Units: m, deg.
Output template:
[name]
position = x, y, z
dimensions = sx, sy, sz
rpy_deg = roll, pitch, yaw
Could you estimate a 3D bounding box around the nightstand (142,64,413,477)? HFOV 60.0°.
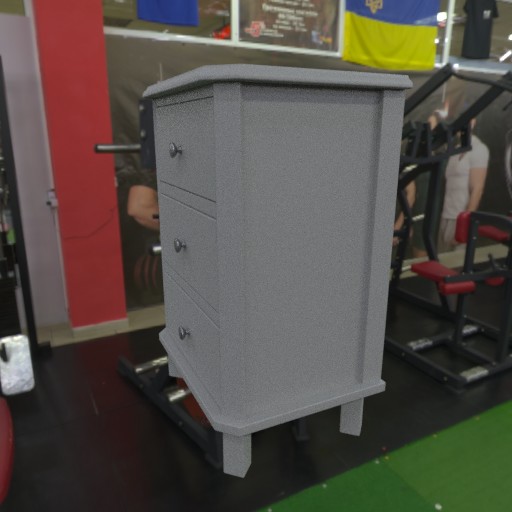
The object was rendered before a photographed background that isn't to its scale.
[nightstand]
position = 0.000, 0.000, 0.930
dimensions = 0.350, 0.680, 0.450
rpy_deg = -8, 17, -25
